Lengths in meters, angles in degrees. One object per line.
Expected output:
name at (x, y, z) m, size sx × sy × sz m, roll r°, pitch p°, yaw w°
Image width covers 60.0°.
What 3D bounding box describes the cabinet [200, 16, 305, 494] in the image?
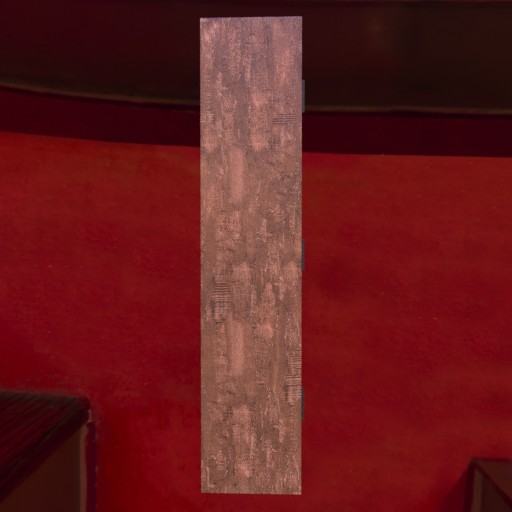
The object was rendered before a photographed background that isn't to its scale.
cabinet at (0.000, 0.000, 2.055) m, size 0.395 × 0.762 × 1.800 m, roll 0°, pitch 91°, yaw 2°
